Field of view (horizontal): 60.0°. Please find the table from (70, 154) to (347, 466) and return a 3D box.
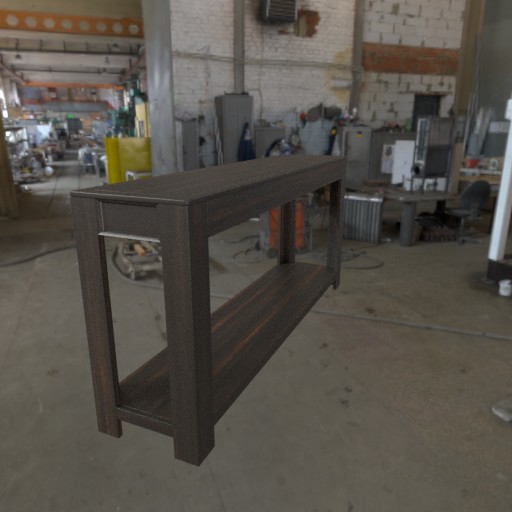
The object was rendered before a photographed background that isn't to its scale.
[{"bbox_3d":[0.000,0.000,1.935,0.384,0.762,1.631,7,18,23],"label":"table"}]
